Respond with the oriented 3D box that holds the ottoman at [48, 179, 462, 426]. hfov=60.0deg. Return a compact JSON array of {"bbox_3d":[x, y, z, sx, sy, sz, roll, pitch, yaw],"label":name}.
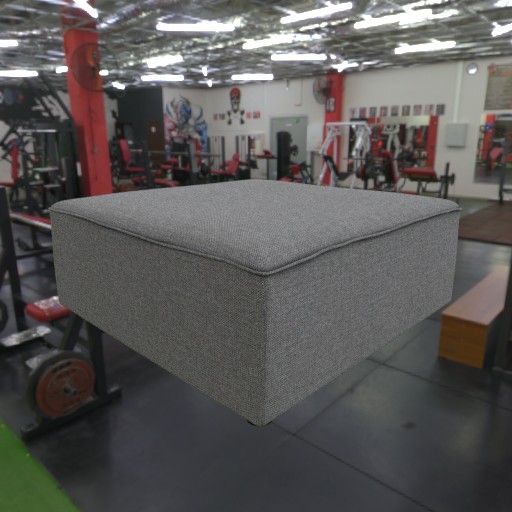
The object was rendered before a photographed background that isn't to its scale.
[{"bbox_3d":[0.000,0.000,1.538,1.023,0.423,1.017,15,22,43],"label":"ottoman"}]
